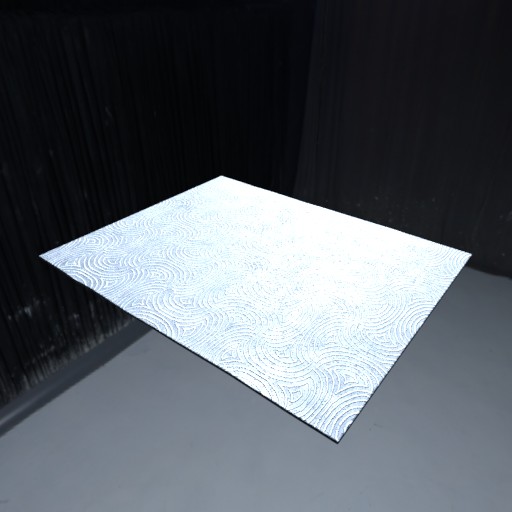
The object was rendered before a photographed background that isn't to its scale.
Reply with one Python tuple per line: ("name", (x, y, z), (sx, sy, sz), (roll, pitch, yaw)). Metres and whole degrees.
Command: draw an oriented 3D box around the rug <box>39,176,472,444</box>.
("rug", (0.000, 0.000, 3.982), (3.042, 0.021, 2.456), (23, 38, 32))
